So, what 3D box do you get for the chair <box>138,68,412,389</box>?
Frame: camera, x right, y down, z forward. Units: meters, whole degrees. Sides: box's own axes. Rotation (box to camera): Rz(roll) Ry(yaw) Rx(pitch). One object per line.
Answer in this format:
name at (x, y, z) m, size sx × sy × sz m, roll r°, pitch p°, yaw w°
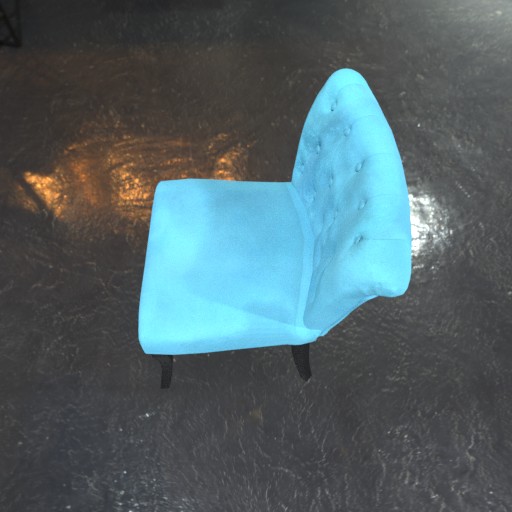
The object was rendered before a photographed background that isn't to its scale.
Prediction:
chair at (0.000, 0.000, 1.195) m, size 0.605 × 0.750 × 0.582 m, roll -1°, pitch 58°, yaw -1°
